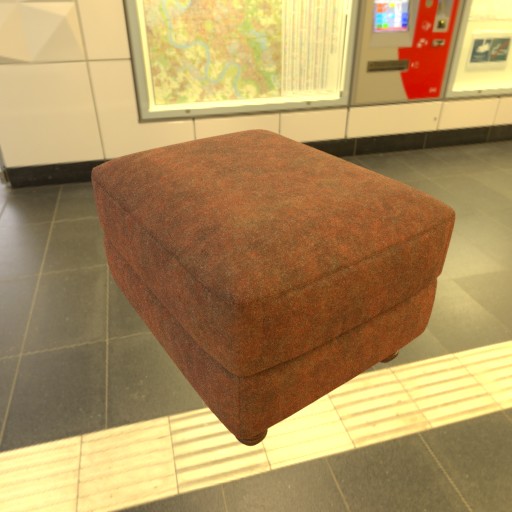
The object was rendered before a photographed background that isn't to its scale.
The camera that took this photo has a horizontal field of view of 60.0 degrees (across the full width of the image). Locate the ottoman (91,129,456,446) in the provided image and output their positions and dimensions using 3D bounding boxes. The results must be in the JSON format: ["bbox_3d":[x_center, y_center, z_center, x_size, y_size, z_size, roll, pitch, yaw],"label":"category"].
[{"bbox_3d":[0.000,0.000,1.171,0.635,0.508,0.787,-20,37,-29],"label":"ottoman"}]
